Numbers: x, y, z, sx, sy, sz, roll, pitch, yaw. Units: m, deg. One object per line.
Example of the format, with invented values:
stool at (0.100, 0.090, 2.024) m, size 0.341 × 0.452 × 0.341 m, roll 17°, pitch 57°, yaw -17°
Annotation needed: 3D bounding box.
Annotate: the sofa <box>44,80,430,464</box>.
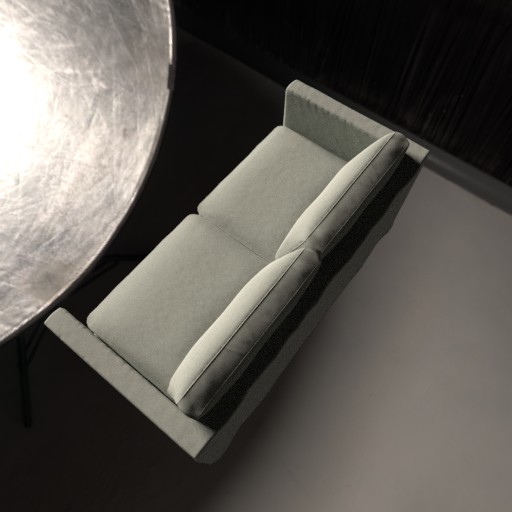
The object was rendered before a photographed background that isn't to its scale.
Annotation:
sofa at (0.000, 0.000, 2.470) m, size 0.940 × 0.870 × 1.987 m, roll 35°, pitch 68°, yaw 16°
